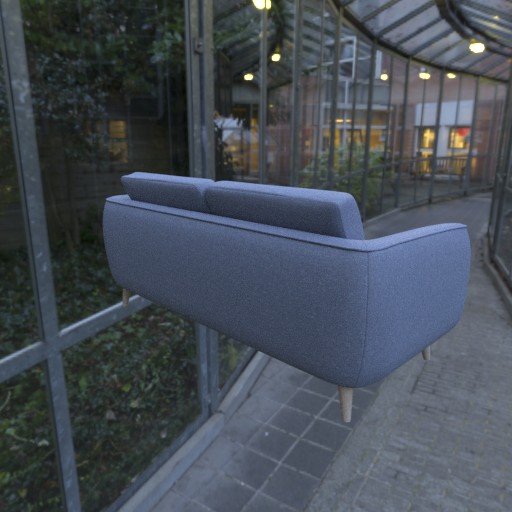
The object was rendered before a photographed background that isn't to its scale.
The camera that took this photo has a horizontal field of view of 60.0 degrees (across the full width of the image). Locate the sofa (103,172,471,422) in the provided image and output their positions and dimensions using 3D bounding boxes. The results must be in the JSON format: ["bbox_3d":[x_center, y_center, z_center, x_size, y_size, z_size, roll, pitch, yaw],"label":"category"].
[{"bbox_3d":[0.000,0.000,2.499,0.920,0.870,2.000,-14,20,-43],"label":"sofa"}]
